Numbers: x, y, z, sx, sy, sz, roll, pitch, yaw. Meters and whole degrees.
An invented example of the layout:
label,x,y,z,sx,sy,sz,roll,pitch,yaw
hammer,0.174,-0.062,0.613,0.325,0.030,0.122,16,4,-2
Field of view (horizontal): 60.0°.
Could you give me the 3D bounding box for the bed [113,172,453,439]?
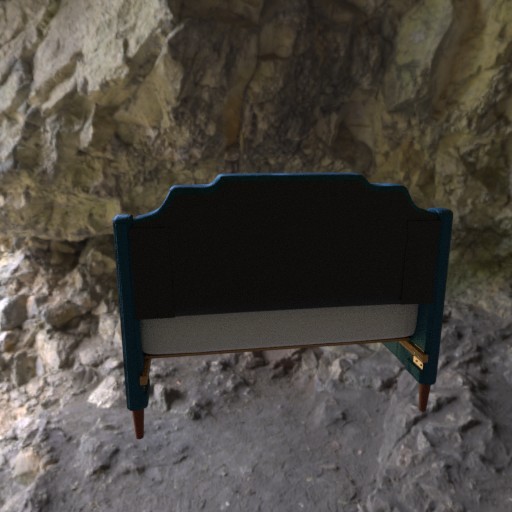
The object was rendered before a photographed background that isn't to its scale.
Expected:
label,x,y,z,sx,sy,sz,roll,pitch,yaw
bed,0.000,0.000,3.331,1.678,1.338,2.322,-2,14,-9
